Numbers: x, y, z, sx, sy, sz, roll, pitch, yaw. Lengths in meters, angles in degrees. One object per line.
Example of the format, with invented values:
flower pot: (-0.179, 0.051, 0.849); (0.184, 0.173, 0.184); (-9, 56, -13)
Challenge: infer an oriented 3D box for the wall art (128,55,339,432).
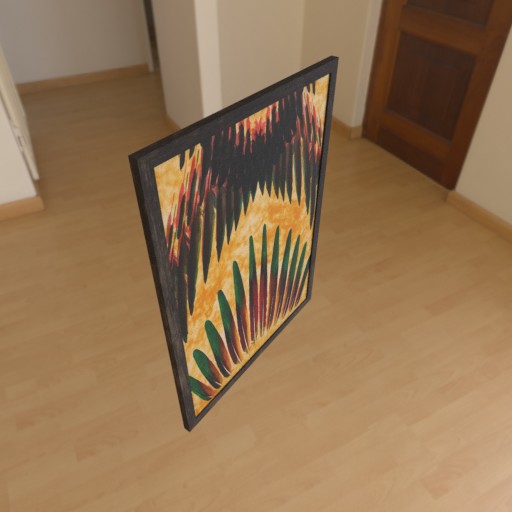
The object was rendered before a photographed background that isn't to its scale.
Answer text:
wall art: (0.000, 0.000, 1.467); (0.029, 1.066, 0.812); (26, 47, 27)
